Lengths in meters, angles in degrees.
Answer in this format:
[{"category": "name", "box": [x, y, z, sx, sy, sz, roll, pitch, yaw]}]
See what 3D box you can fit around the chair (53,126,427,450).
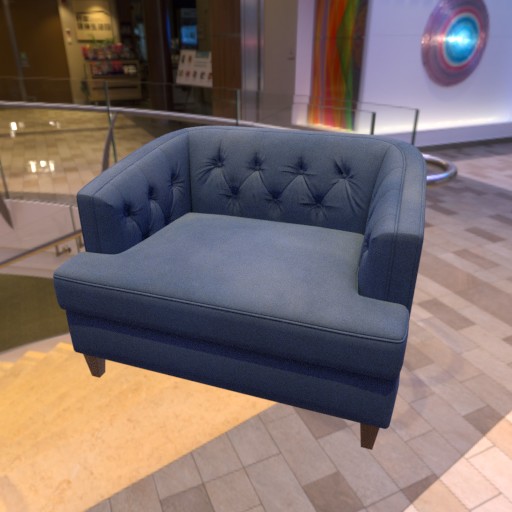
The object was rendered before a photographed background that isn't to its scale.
[{"category": "chair", "box": [0.000, 0.000, 1.662, 1.118, 0.787, 0.914, 8, 27, 17]}]
